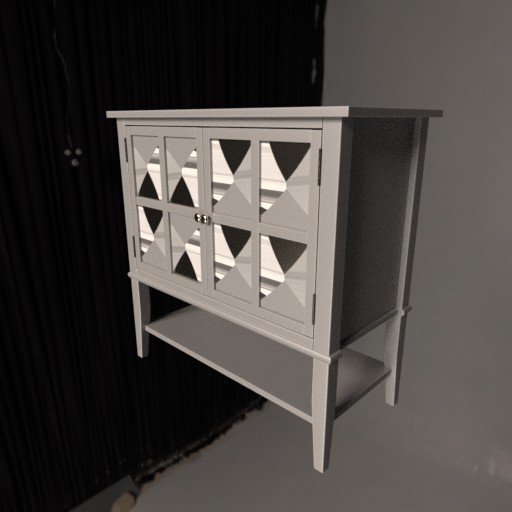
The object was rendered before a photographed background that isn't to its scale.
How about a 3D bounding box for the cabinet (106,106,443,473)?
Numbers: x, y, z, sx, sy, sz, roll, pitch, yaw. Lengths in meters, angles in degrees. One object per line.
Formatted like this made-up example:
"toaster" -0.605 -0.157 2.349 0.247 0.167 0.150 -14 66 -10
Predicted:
"cabinet" 0.000 0.000 1.250 0.801 0.780 0.396 16 23 41
